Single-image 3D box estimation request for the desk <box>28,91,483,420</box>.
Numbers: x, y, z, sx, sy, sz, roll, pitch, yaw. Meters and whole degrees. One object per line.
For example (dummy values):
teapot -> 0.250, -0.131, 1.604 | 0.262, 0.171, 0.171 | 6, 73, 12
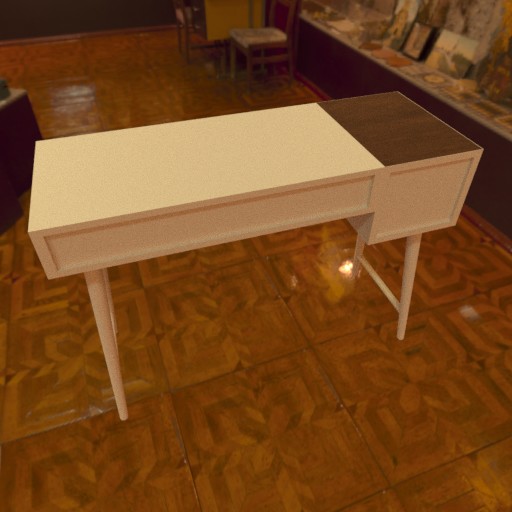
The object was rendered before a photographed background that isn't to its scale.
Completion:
desk -> 0.000, 0.000, 1.384 | 1.069, 0.761, 0.409 | -12, 43, -14
